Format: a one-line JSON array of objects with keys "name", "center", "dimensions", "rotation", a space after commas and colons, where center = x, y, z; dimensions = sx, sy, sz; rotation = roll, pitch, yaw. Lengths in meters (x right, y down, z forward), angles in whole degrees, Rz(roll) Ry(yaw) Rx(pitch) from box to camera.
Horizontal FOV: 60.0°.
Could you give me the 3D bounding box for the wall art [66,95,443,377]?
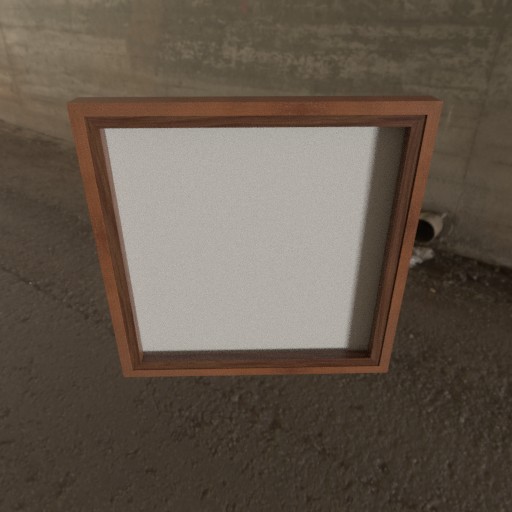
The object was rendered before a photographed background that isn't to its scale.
[{"name": "wall art", "center": [0.000, 0.000, 0.591], "dimensions": [0.403, 0.403, 0.035], "rotation": [-1, 31, -1]}]
